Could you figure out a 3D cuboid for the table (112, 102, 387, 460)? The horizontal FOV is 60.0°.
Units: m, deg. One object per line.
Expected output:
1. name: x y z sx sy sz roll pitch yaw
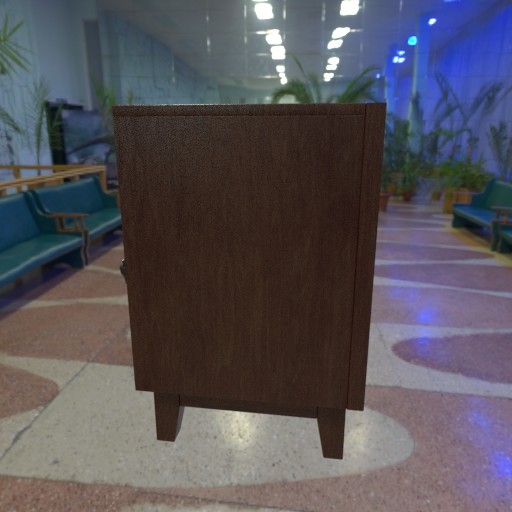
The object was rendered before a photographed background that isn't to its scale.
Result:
1. table: 0.000 0.000 0.988 0.449 0.609 0.557 2 16 8
